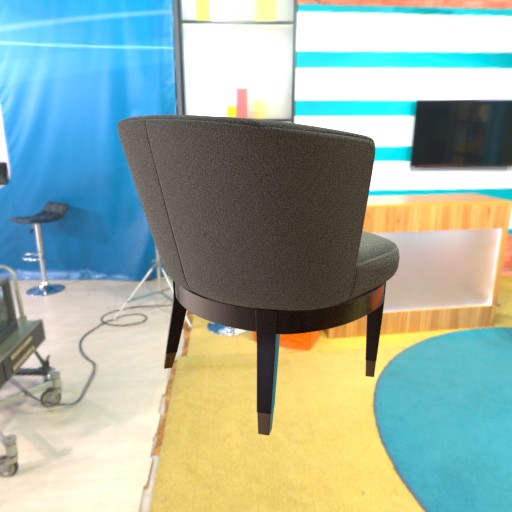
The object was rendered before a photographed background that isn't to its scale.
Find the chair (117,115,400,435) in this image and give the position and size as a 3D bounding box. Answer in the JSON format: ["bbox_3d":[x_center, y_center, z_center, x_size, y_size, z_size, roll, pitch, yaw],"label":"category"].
[{"bbox_3d":[0.000,0.000,1.277,0.660,0.760,0.700,-14,21,-41],"label":"chair"}]
